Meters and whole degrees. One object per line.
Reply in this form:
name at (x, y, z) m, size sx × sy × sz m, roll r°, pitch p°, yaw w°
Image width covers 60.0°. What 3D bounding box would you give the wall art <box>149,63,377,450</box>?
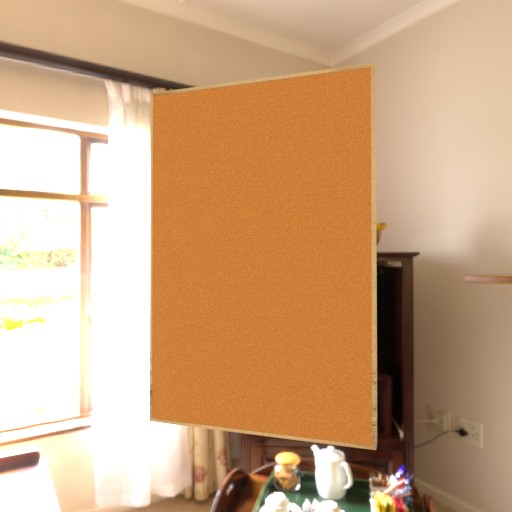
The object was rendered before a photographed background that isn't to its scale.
wall art at (0.000, 0.000, 0.970) m, size 0.508 × 0.764 × 0.038 m, roll 0°, pitch -1°, yaw 18°
